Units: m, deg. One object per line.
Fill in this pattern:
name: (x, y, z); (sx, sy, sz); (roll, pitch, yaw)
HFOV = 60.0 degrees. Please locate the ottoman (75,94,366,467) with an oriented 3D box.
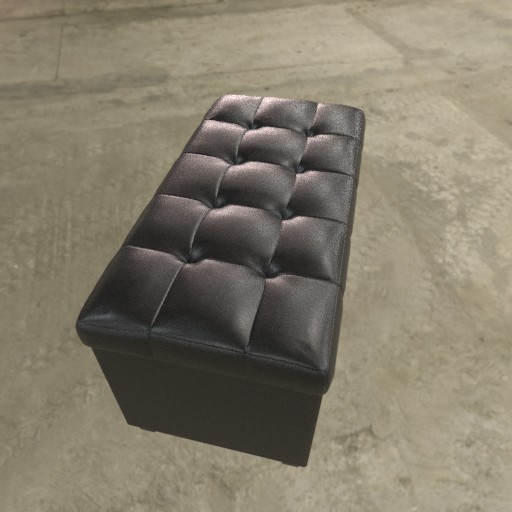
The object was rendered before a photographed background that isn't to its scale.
ottoman: (0.000, 0.000, 1.104); (0.432, 0.470, 0.838); (10, 46, 9)
